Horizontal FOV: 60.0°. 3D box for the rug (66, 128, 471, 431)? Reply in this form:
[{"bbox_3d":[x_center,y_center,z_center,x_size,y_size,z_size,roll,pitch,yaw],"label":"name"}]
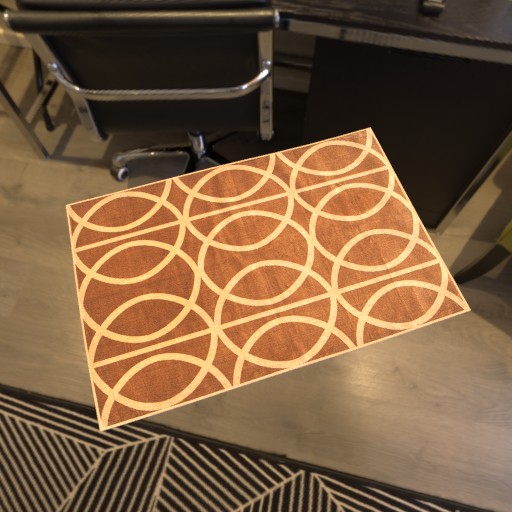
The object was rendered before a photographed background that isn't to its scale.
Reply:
[{"bbox_3d":[0.000,0.000,2.880,2.290,0.014,1.526,-16,66,-7],"label":"rug"}]
